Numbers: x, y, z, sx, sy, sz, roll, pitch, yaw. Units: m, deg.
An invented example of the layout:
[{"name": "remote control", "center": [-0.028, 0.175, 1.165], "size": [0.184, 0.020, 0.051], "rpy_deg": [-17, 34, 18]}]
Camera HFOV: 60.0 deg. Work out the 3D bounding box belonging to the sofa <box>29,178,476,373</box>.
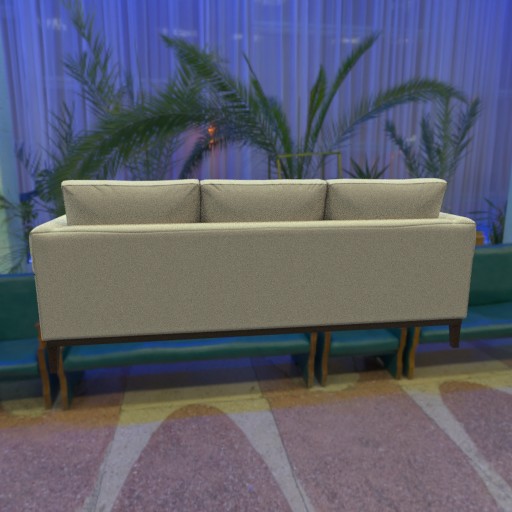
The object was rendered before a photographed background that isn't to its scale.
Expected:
[{"name": "sofa", "center": [0.000, 0.000, 2.595], "size": [2.198, 0.911, 0.902], "rpy_deg": [-2, 12, -8]}]
